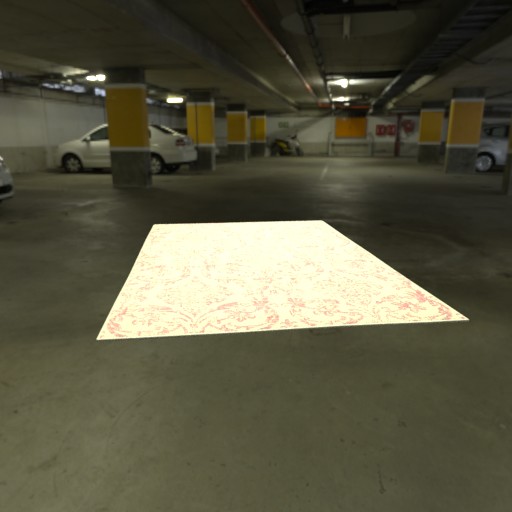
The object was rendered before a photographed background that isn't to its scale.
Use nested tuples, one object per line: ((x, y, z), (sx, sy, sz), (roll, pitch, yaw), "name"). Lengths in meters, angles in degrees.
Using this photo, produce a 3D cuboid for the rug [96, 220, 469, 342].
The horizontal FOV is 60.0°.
((0.000, 0.000, 3.434), (1.819, 0.018, 2.746), (-2, 15, -7), "rug")
